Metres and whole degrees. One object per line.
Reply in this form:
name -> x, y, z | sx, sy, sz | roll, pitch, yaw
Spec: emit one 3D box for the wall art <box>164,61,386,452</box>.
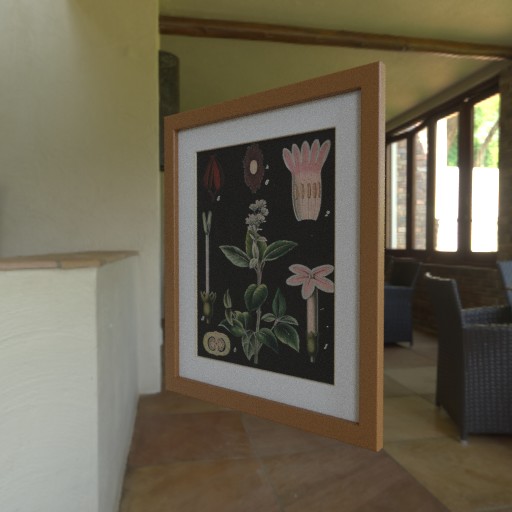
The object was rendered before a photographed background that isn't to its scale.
wall art -> 0.000, 0.000, 0.765 | 0.449, 0.550, 0.021 | 1, 2, 37
